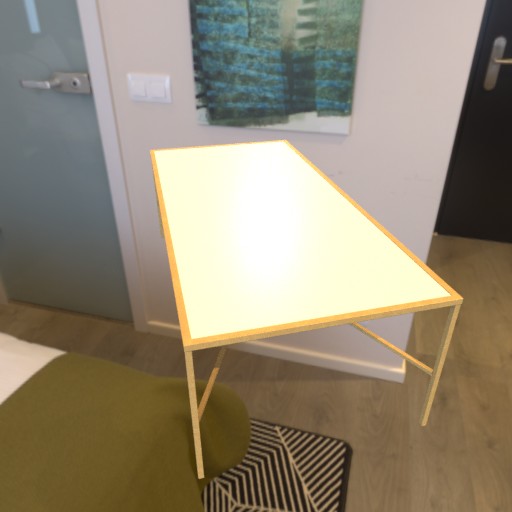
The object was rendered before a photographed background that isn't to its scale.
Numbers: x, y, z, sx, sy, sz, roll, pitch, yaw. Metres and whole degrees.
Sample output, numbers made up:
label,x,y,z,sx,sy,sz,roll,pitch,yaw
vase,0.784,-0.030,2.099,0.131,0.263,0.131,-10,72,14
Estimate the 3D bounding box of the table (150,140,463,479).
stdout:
label,x,y,z,sx,sy,sz,roll,pitch,yaw
table,0.000,0.000,1.464,0.580,0.398,1.206,-7,31,-12
